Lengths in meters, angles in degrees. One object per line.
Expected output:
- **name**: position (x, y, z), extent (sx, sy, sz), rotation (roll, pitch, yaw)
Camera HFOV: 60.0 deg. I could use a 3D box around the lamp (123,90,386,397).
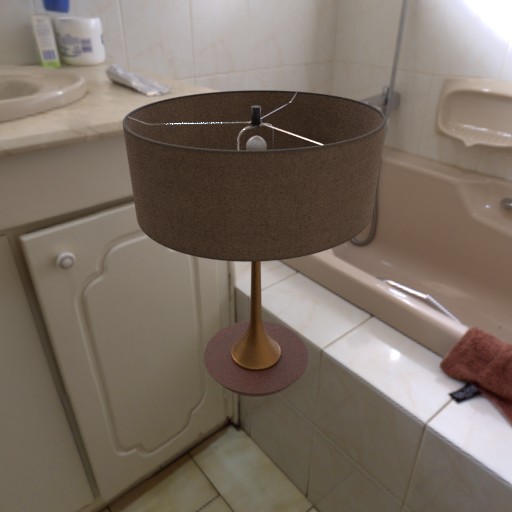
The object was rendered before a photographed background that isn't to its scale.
- **lamp**: position (0.000, 0.000, 0.844), extent (0.417, 0.551, 0.396), rotation (-21, 36, -31)
